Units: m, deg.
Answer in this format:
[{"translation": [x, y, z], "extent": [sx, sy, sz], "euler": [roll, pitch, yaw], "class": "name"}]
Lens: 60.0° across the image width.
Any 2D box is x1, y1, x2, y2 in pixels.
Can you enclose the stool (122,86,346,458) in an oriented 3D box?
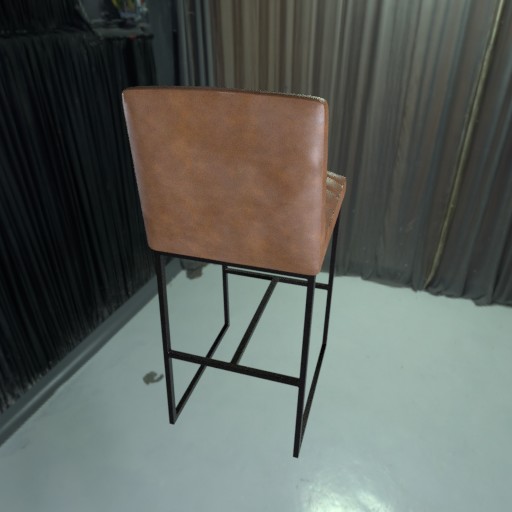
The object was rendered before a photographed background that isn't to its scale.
[{"translation": [0.000, 0.000, 1.369], "extent": [0.463, 1.065, 0.562], "euler": [9, 31, 15], "class": "stool"}]
